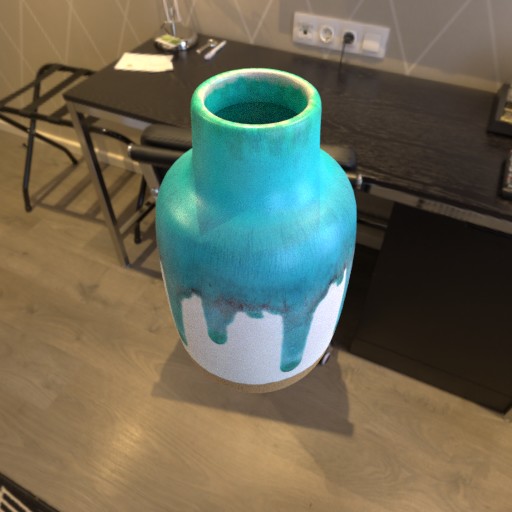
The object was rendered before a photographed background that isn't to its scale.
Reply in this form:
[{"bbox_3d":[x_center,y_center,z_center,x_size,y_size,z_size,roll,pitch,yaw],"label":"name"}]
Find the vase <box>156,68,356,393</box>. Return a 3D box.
[{"bbox_3d":[0.000,0.000,0.250,0.106,0.192,0.106,0,47,0],"label":"vase"}]
